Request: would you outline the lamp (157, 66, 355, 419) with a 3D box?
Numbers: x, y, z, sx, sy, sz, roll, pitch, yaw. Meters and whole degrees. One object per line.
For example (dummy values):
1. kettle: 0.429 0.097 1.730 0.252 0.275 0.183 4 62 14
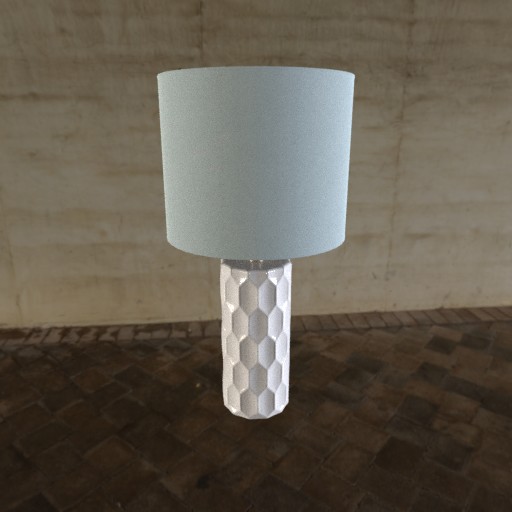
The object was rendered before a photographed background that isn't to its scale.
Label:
1. lamp: 0.000 0.000 0.712 0.277 0.534 0.277 8 19 25
